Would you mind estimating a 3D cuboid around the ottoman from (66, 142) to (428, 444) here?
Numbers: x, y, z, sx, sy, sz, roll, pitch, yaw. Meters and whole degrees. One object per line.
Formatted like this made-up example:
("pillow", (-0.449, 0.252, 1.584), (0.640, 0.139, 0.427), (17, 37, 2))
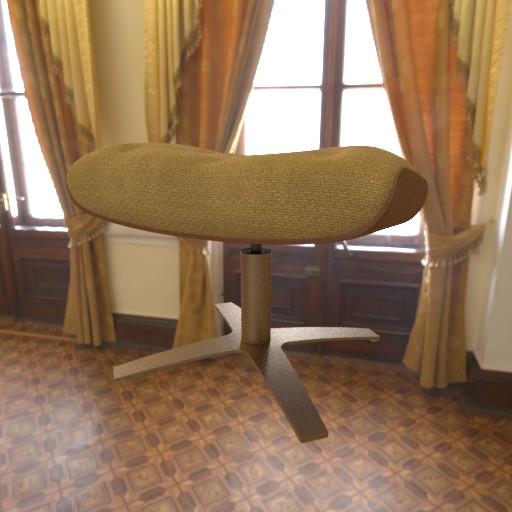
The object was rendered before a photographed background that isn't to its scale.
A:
("ottoman", (0.000, 0.000, 0.791), (0.520, 0.391, 0.394), (8, 17, 26))
